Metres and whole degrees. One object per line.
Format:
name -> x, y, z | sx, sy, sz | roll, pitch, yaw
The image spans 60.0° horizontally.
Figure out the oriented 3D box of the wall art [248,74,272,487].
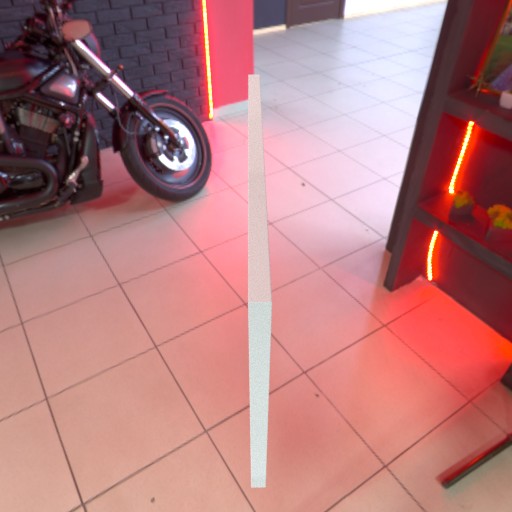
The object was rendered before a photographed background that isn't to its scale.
wall art -> 0.000, 0.000, 1.154 | 0.033, 0.617, 0.906 | 0, 41, -1
